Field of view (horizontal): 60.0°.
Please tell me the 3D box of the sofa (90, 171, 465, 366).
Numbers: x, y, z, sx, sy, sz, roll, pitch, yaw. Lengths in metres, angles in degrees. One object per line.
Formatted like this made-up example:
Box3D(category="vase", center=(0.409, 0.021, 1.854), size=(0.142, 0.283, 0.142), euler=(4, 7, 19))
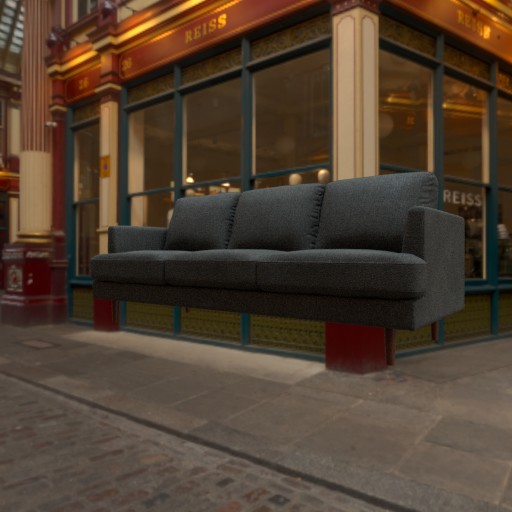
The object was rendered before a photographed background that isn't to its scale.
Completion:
Box3D(category="sofa", center=(0.000, 0.000, 2.745), size=(2.246, 0.930, 0.903), euler=(0, 0, 37))
